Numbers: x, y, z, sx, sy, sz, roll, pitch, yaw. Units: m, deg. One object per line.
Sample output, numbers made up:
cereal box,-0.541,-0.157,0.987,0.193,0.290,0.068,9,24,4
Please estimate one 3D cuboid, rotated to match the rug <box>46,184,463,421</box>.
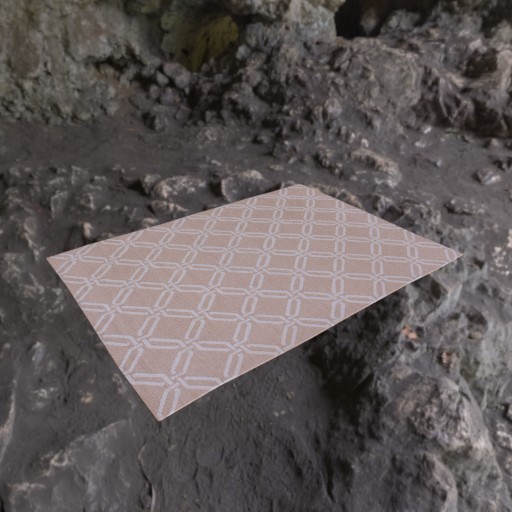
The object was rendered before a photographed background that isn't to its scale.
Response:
rug,0.000,0.000,4.377,3.365,0.020,2.452,-21,36,-31
